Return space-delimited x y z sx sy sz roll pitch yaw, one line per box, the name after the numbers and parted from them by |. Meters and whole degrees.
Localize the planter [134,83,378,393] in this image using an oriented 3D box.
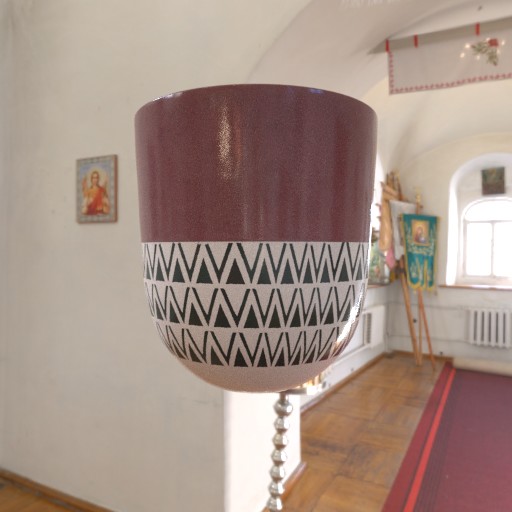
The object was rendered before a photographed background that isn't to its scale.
0.000 0.000 0.369 0.195 0.214 0.195 0 1 0 | planter
